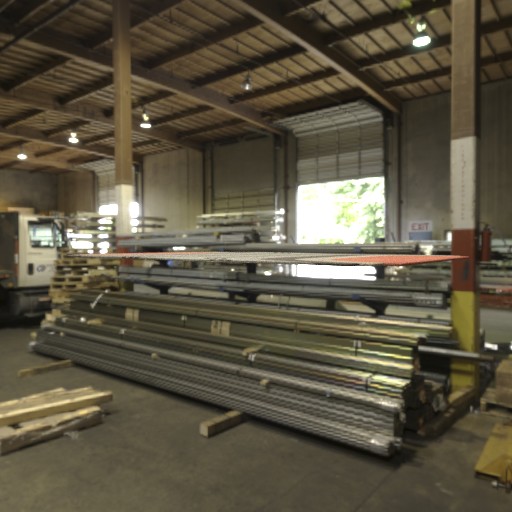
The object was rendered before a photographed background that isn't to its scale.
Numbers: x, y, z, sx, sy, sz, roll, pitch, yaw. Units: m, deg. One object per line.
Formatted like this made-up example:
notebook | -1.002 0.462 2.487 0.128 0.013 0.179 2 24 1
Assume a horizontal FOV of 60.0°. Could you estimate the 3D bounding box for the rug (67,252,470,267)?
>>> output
rug | 0.000 0.000 3.032 2.446 0.017 1.530 1 2 38
